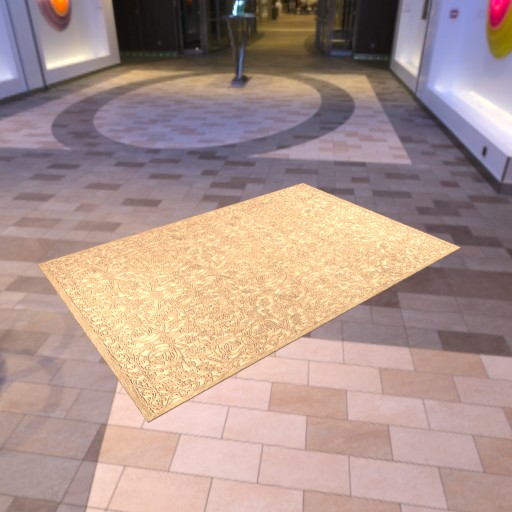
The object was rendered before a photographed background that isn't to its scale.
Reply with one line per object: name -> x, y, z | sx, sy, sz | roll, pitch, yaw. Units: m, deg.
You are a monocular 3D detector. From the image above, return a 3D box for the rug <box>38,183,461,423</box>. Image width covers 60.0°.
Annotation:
rug -> 0.000, 0.000, 2.299 | 1.827, 0.006, 1.221 | -22, 36, -32
